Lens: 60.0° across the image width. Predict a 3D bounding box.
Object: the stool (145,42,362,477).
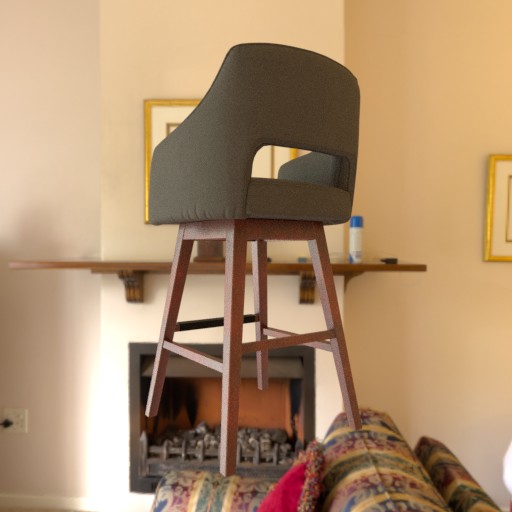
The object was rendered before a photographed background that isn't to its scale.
[{"bbox_3d":[0.000,0.000,1.318,0.548,1.012,0.558,-1,1,-36],"label":"stool"}]
